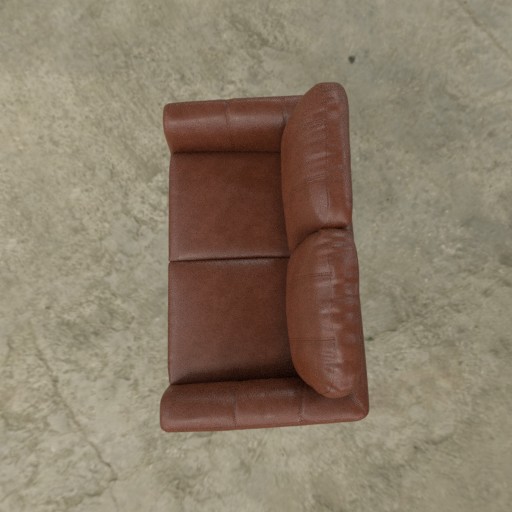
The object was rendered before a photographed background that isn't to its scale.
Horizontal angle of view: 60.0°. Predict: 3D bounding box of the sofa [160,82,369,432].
[{"bbox_3d":[0.000,0.000,1.957,0.805,0.906,1.406,-2,76,-1],"label":"sofa"}]
